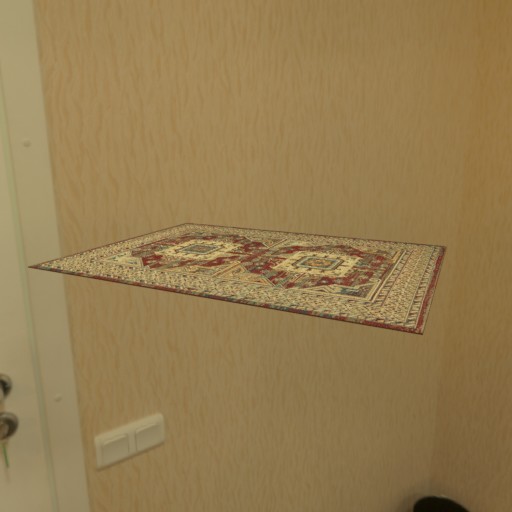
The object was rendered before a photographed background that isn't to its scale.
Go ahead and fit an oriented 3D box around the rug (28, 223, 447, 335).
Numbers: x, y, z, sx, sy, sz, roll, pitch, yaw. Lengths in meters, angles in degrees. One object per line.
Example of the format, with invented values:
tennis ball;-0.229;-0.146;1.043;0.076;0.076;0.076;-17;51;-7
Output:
rug;0.000;0.000;4.169;3.197;0.013;2.381;7;16;25
